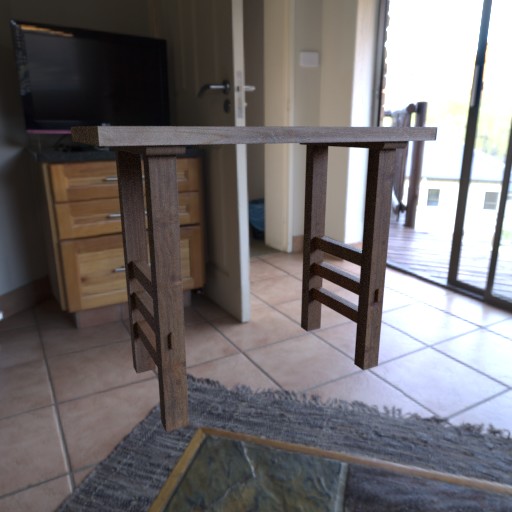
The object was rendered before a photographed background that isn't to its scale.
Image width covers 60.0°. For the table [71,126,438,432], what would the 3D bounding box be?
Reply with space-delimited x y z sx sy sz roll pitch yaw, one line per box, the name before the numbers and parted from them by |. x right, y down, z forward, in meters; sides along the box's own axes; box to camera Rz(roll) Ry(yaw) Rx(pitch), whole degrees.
table | 0.000 0.000 1.634 1.119 0.914 0.556 -8 18 -27
